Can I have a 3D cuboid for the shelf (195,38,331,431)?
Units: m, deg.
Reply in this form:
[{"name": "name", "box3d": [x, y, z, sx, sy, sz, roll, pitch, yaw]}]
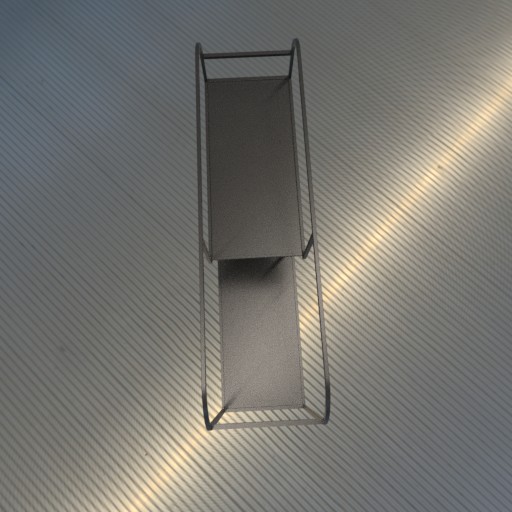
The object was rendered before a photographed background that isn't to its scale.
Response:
[{"name": "shelf", "box3d": [0.000, 0.000, 0.902, 0.160, 0.600, 0.600, -3, 76, -1]}]
